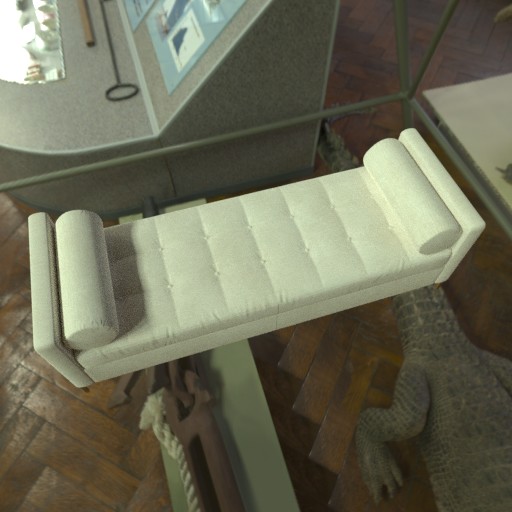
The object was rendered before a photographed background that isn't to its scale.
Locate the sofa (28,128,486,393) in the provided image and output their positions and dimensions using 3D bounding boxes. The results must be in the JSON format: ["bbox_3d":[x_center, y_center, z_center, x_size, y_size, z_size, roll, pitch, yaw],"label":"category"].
[{"bbox_3d":[0.000,0.000,2.262,1.981,0.635,0.686,-15,58,-9],"label":"sofa"}]
